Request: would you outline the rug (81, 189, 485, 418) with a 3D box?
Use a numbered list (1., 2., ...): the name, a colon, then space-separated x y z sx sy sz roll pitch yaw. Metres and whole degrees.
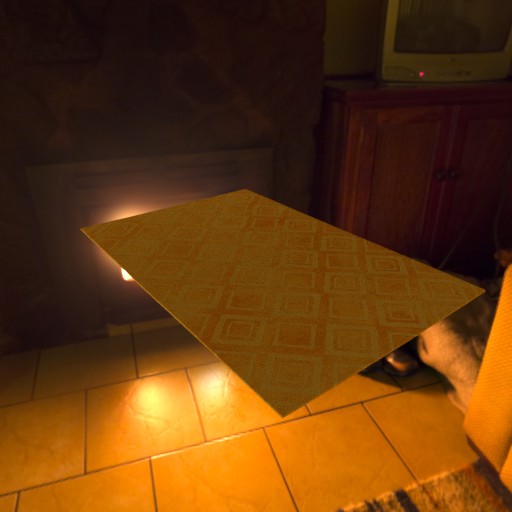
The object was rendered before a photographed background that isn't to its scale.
1. rug: 0.000 0.000 2.310 1.213 0.010 1.829 -19 33 -33
